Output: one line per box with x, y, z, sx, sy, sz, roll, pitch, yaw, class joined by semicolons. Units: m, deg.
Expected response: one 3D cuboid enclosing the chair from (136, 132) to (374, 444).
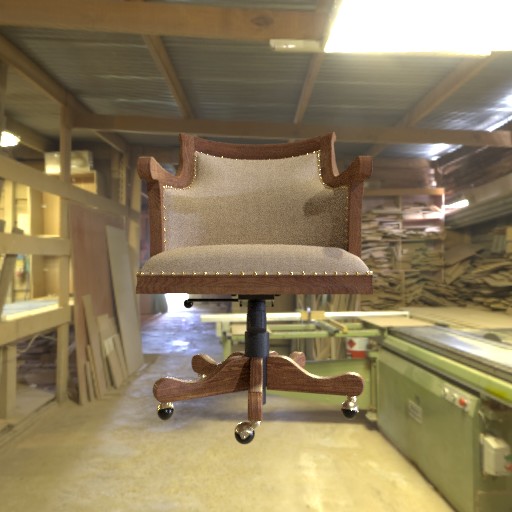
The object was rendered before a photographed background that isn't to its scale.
0.000;0.000;1.435;0.656;0.965;0.689;0;-2;1;chair
